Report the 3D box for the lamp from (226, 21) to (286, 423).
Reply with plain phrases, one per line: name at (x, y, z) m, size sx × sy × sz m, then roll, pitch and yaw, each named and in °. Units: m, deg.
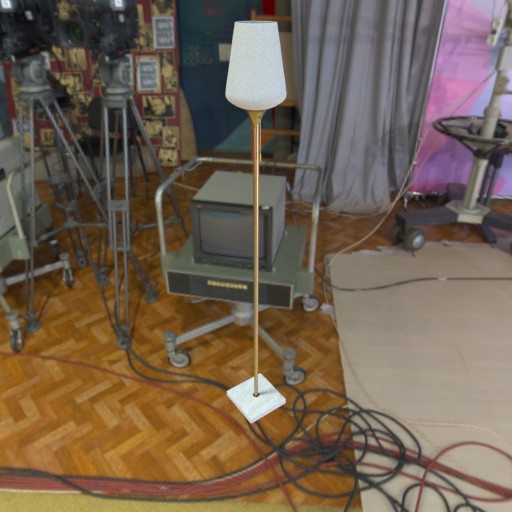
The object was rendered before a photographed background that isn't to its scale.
lamp at (0.000, 0.000, 1.941) m, size 0.229 × 1.813 × 0.232 m, roll -20°, pitch 36°, yaw -30°
